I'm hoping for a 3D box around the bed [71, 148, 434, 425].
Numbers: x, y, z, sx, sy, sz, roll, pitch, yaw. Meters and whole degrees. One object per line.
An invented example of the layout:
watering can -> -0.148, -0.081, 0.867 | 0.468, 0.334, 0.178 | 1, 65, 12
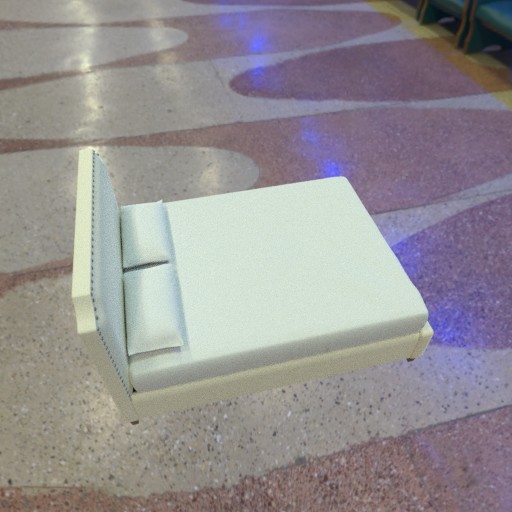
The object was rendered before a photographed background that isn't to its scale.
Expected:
bed -> 0.000, 0.000, 3.481 | 2.329, 1.415, 1.703 | -10, 48, -9
